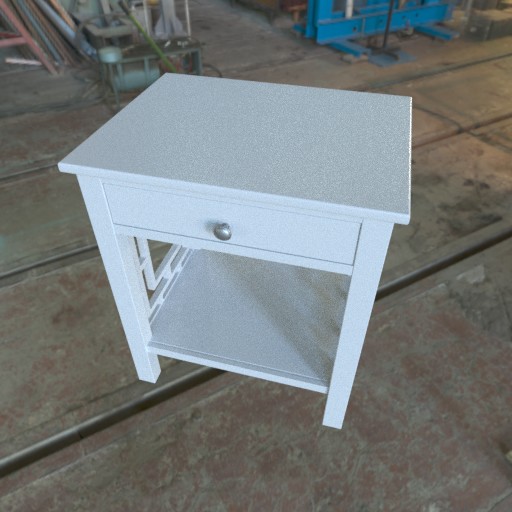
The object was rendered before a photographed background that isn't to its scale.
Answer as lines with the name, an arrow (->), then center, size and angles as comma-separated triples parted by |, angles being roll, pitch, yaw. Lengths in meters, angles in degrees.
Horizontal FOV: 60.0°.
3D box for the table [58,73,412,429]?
table -> 0.000, 0.000, 1.043 | 0.564, 0.646, 0.451 | 10, 42, 11
